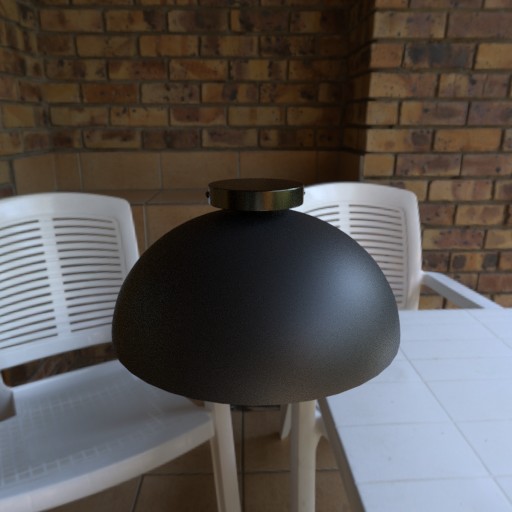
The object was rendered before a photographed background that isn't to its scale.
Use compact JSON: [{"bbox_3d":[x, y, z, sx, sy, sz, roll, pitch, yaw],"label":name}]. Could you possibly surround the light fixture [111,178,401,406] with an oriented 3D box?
[{"bbox_3d":[0.000,0.000,0.546,0.355,0.177,0.355,0,17,0],"label":"light fixture"}]
